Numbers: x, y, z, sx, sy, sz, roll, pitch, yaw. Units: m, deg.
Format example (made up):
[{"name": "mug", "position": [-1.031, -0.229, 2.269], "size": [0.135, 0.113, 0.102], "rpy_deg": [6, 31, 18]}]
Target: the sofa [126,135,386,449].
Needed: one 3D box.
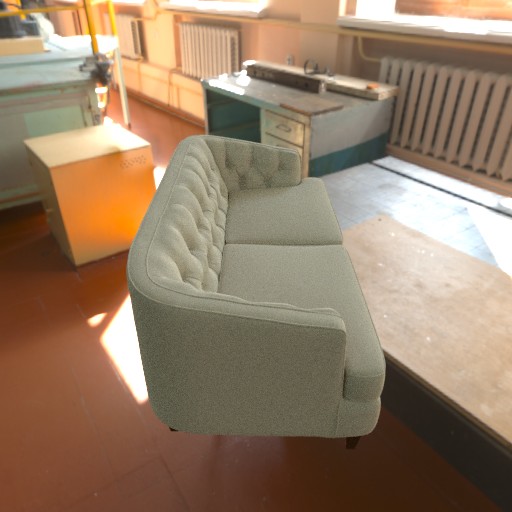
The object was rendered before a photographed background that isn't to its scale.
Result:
[{"name": "sofa", "position": [0.000, 0.000, 2.238], "size": [0.941, 0.855, 1.733], "rpy_deg": [0, 32, 0]}]
